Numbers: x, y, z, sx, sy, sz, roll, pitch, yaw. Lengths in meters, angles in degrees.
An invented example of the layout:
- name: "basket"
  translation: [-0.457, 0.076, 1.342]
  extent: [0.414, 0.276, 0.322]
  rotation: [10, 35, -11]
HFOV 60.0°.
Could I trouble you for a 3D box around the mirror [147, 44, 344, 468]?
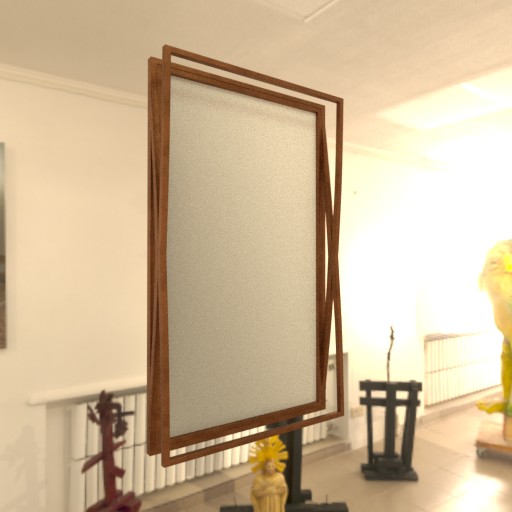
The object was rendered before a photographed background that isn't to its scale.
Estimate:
- name: "mirror"
  translation: [0.000, 0.000, 0.968]
  extent: [0.468, 0.768, 0.082]
  rotation: [1, -1, -36]
